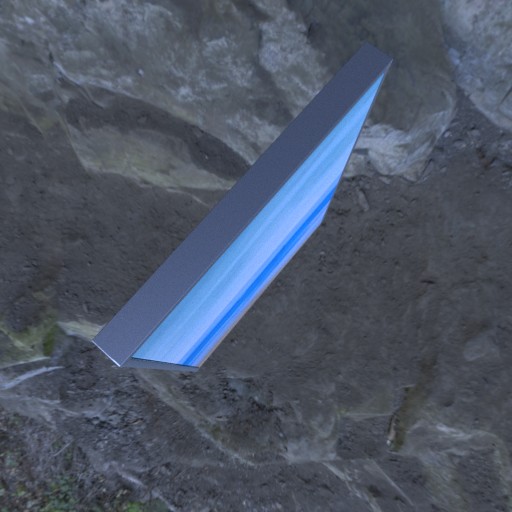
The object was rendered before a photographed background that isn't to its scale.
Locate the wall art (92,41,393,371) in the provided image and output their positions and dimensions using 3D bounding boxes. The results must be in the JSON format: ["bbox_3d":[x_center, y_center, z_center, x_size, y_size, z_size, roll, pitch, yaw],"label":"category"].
[{"bbox_3d":[0.000,0.000,0.731,0.039,0.553,0.445,39,78,10],"label":"wall art"}]
